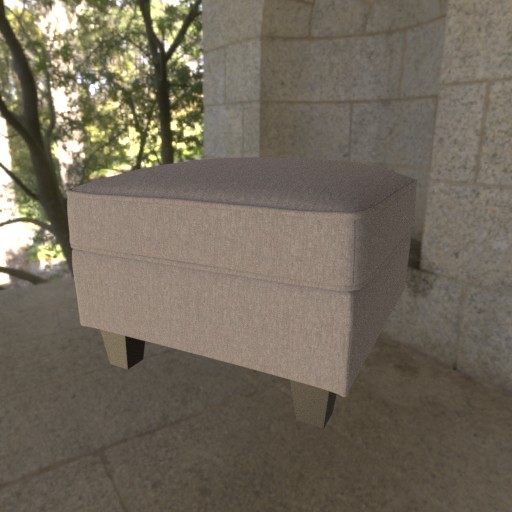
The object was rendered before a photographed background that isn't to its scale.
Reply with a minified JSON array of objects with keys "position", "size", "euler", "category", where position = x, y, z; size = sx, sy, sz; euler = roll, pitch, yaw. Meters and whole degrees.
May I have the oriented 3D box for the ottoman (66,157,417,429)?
[{"position":[0.000,0.000,1.419],"size":[0.871,0.612,0.808],"euler":[8,17,26],"category":"ottoman"}]
